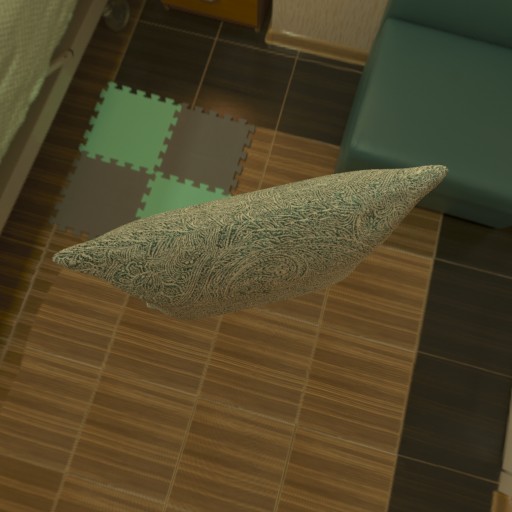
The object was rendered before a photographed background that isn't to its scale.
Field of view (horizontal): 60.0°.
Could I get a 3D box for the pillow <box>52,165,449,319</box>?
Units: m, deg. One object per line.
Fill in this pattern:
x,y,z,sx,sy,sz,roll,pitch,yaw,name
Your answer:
0.000,0.000,0.812,0.526,0.507,0.166,-13,76,-3,pillow
